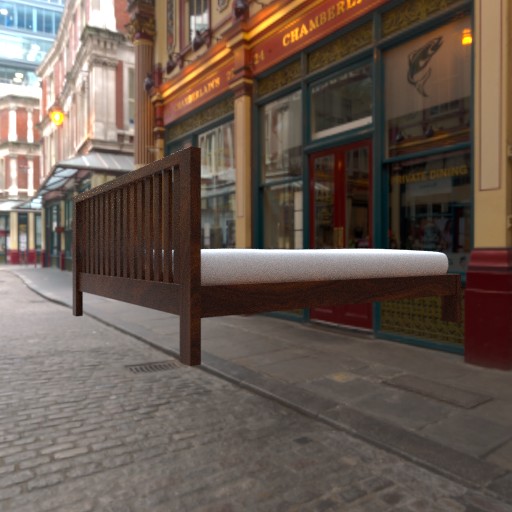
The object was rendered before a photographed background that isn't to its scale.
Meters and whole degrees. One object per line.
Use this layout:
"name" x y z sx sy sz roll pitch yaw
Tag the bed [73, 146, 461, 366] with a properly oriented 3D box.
"bed" 0.000 0.000 3.158 2.030 0.890 1.905 0 0 -36
